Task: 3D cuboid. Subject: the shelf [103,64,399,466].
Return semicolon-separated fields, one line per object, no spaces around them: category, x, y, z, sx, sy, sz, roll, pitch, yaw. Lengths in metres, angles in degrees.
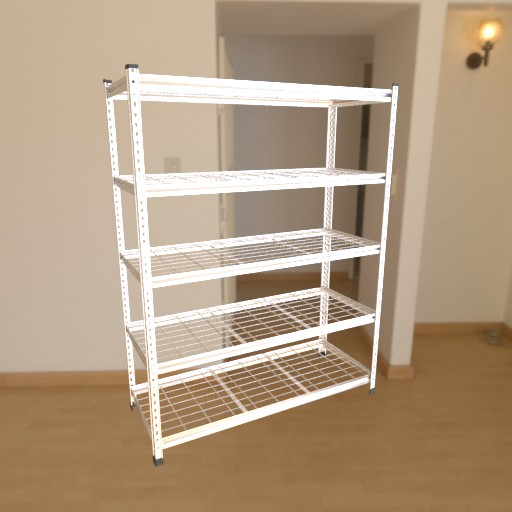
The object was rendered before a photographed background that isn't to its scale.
shelf;0.000;0.000;2.693;1.524;1.981;0.610;-8;17;-27
